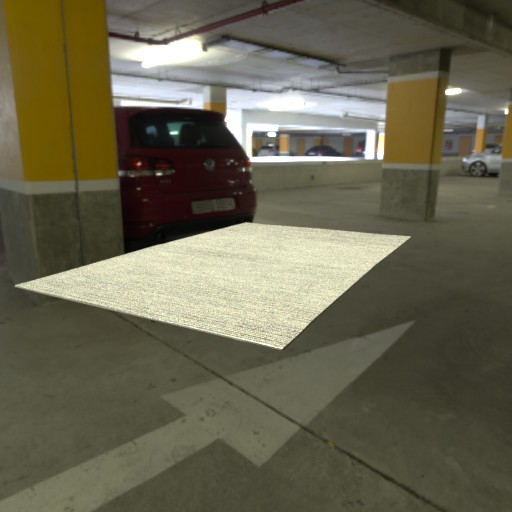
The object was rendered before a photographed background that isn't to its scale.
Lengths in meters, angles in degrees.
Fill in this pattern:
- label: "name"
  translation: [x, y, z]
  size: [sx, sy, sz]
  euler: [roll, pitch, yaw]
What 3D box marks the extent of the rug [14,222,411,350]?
- label: "rug"
  translation: [0.000, 0.000, 2.200]
  size: [1.159, 0.021, 1.789]
  euler: [7, 15, 28]
